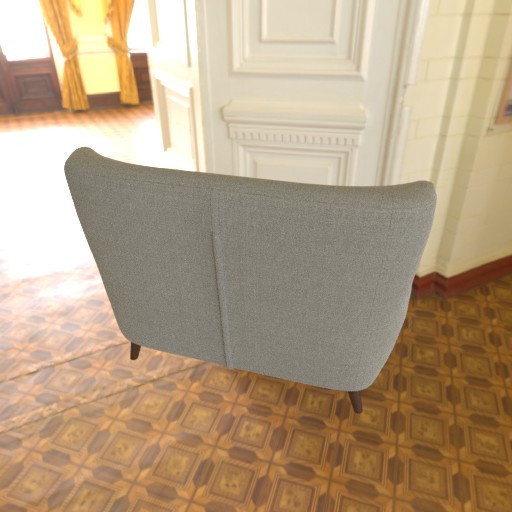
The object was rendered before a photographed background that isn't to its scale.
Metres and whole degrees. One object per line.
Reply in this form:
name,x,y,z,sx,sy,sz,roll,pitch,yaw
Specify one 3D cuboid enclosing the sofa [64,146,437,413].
sofa,0.000,0.000,2.017,1.386,1.028,0.884,9,31,15
